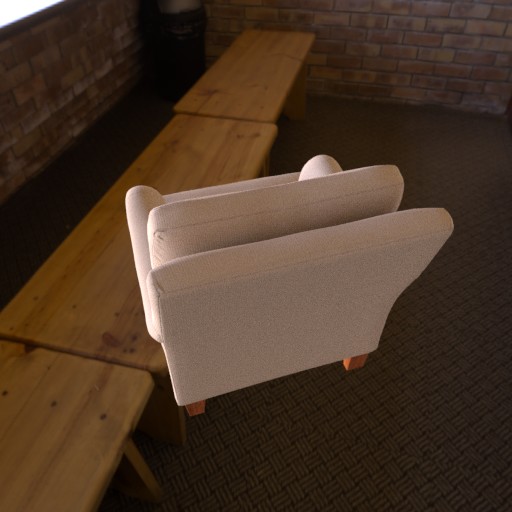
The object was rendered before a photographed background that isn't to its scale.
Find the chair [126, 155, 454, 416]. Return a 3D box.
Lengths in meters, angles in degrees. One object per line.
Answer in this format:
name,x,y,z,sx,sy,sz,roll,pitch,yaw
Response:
chair,0.000,0.000,1.846,0.955,1.038,1.070,-12,44,-13
